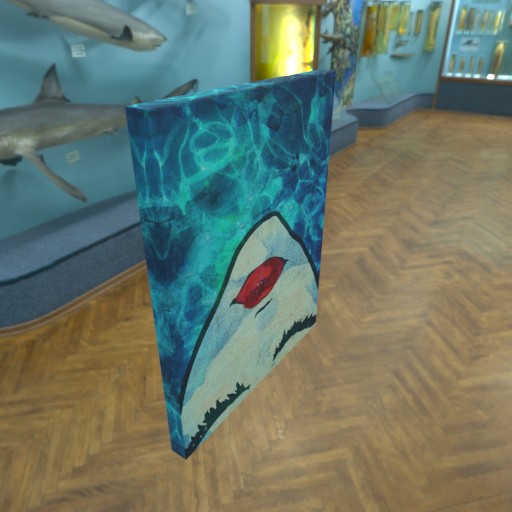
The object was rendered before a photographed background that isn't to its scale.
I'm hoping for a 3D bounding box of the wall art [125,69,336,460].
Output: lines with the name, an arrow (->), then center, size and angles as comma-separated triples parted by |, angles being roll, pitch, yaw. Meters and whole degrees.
wall art -> 0.000, 0.000, 0.871 | 0.038, 0.635, 0.508 | 19, 34, 30
